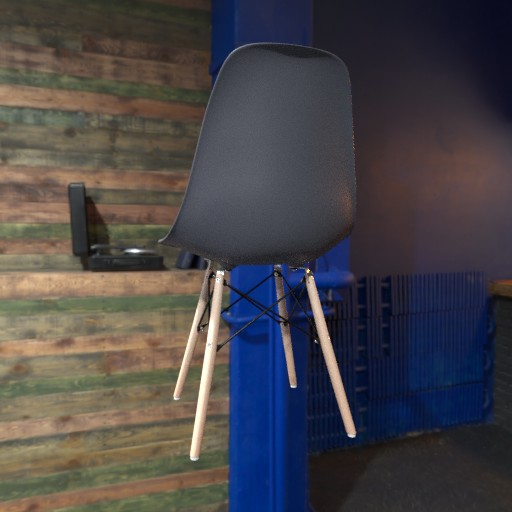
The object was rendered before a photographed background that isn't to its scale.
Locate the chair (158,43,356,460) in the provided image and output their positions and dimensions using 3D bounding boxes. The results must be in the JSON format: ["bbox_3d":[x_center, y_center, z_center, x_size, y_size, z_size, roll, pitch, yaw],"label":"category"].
[{"bbox_3d":[0.000,0.000,1.115,0.470,0.826,0.533,-1,2,-17],"label":"chair"}]
